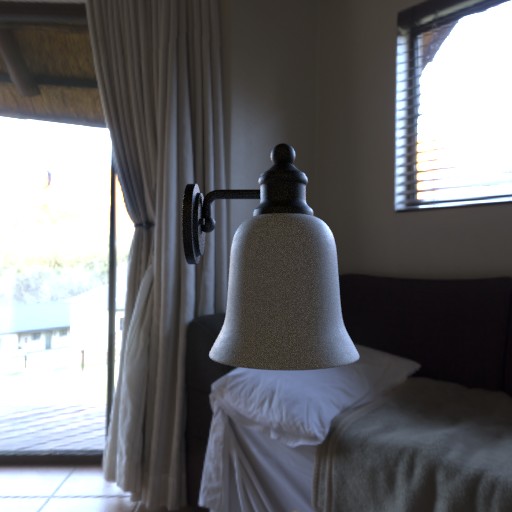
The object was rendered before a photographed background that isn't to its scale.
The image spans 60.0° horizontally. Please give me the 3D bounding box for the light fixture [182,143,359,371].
[{"bbox_3d":[0.000,0.000,0.650,0.198,0.211,0.570,0,-2,0],"label":"light fixture"}]
